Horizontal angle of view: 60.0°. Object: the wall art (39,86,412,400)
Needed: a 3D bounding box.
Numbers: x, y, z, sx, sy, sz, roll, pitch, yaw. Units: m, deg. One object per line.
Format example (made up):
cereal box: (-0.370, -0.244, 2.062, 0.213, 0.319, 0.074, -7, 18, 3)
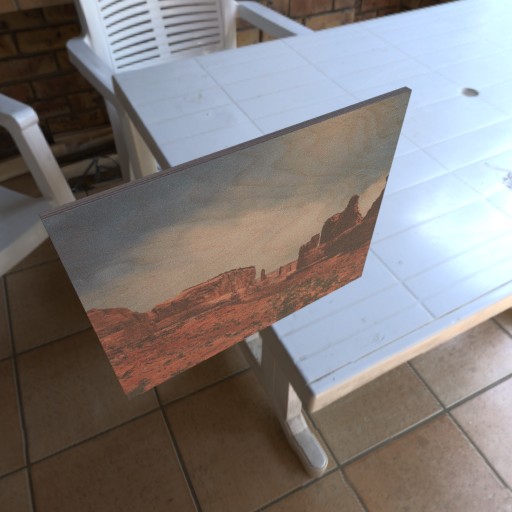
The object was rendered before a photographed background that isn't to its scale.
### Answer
wall art: (0.000, 0.000, 0.682, 0.508, 0.406, 0.013, -25, 52, -21)
